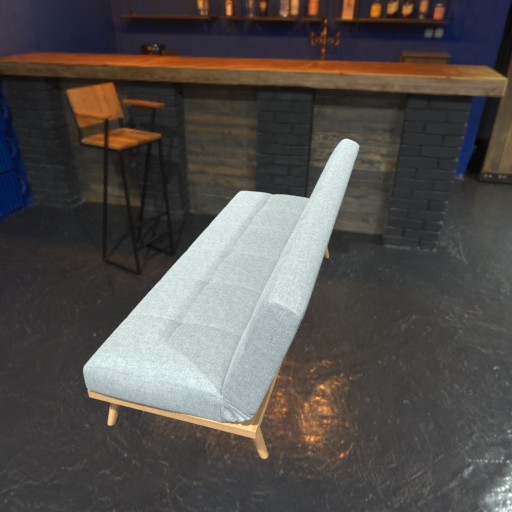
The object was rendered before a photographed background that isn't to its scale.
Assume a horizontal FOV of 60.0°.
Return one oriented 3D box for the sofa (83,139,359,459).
[{"bbox_3d":[0.000,0.000,2.238,0.800,0.800,1.820,8,31,14],"label":"sofa"}]
